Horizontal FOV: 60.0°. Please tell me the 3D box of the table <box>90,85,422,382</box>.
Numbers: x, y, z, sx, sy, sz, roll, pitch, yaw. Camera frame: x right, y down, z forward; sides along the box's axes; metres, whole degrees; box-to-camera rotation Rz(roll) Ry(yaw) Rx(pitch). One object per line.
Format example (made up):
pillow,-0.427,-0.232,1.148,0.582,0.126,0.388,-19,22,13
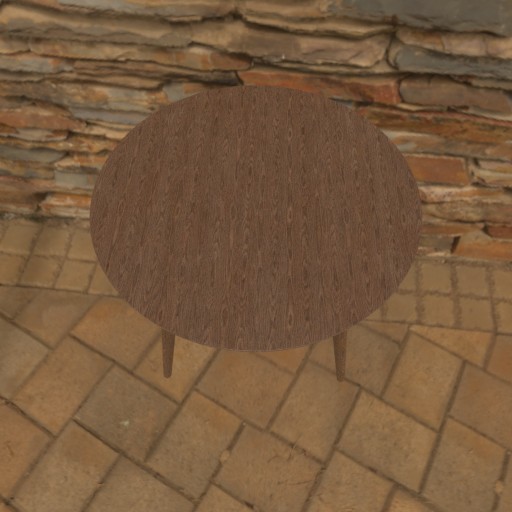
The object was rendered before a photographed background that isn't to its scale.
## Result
table,0.000,0.000,1.762,1.053,0.786,1.053,0,59,0
